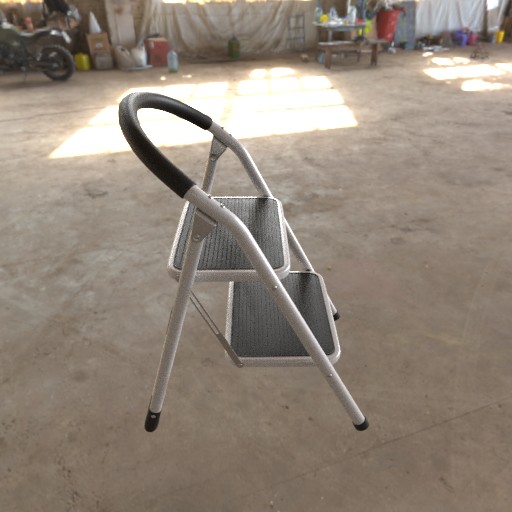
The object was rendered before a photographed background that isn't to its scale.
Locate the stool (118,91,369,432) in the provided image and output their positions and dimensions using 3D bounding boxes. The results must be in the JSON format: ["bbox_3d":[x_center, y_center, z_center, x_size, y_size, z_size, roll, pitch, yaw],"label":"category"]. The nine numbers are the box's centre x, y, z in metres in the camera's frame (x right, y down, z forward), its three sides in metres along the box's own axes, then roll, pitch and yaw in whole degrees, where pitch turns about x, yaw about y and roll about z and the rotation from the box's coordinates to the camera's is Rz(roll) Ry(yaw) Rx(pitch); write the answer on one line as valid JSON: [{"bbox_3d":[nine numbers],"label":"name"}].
[{"bbox_3d":[0.000,0.000,1.087,0.559,0.760,0.453,0,32,-1],"label":"stool"}]
